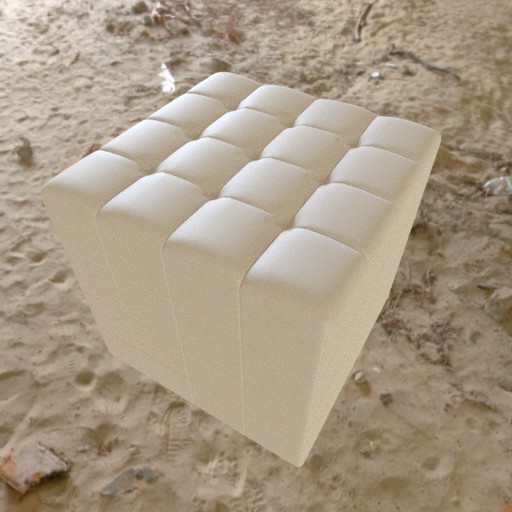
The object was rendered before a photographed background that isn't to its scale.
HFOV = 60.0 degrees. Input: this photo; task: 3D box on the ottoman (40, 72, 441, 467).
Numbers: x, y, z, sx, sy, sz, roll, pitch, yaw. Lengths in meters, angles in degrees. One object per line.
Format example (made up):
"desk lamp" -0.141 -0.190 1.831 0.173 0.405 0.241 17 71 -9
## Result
"ottoman" 0.000 0.000 0.779 0.425 0.432 0.425 23 50 21
